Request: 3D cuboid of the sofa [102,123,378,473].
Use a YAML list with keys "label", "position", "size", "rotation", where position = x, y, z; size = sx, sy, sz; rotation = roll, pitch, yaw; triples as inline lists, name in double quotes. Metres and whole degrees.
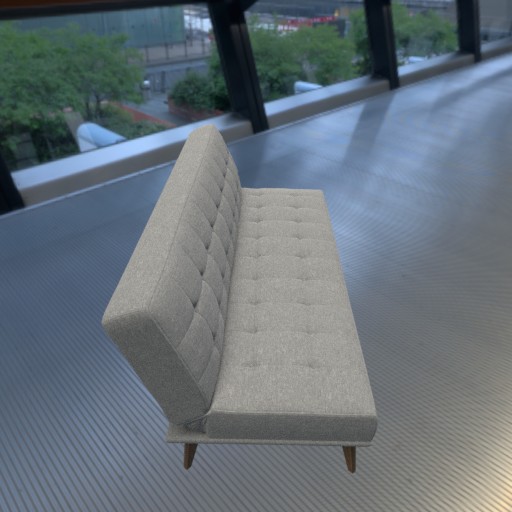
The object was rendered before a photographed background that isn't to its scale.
- label: "sofa"
  position: [0.000, 0.000, 2.195]
  size: [0.860, 0.810, 1.800]
  rotation: [1, 33, 1]
